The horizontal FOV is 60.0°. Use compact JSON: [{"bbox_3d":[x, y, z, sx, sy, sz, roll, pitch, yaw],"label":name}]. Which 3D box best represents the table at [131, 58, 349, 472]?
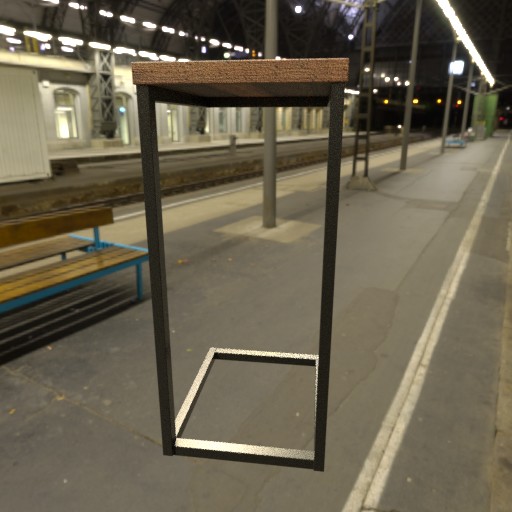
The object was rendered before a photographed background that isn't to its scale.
[{"bbox_3d":[0.000,0.000,0.942,0.323,0.718,0.414,2,17,8],"label":"table"}]
